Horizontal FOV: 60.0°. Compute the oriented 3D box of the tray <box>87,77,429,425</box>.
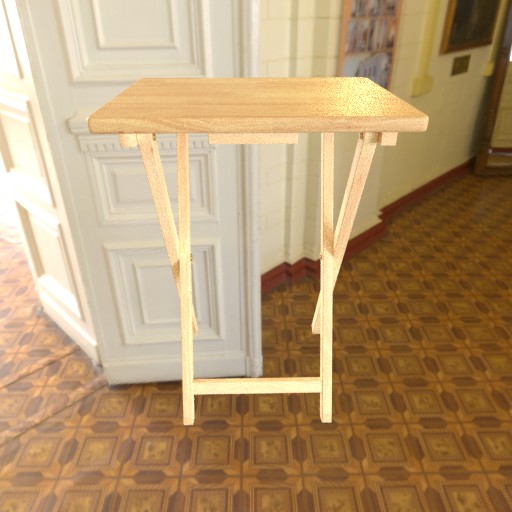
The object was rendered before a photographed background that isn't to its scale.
[{"bbox_3d":[0.000,0.000,0.944,0.483,0.660,0.381,-1,30,-1],"label":"tray"}]
